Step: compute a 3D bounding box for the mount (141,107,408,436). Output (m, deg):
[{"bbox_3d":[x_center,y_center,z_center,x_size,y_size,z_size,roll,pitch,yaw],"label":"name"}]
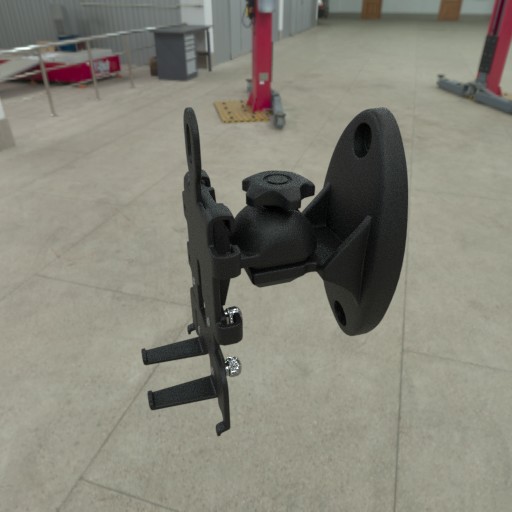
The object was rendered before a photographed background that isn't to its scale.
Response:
[{"bbox_3d":[0.000,0.000,0.177,0.100,0.118,0.066,-10,33,-15],"label":"mount"}]
